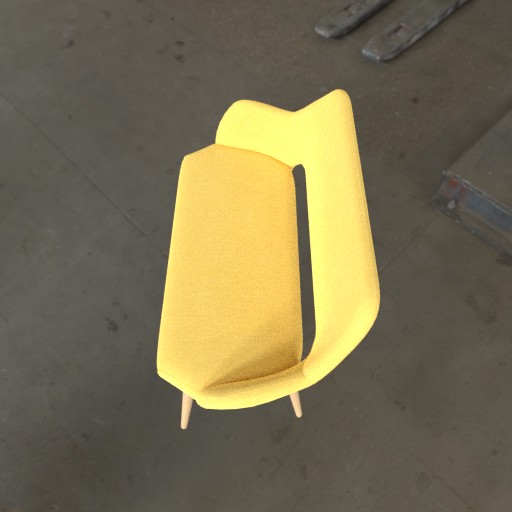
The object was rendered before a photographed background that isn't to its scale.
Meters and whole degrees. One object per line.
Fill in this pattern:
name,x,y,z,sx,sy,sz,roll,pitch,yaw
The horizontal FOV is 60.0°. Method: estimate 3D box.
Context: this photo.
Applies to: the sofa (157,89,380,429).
sofa,0.000,0.000,1.600,0.610,0.840,1.150,0,59,0
